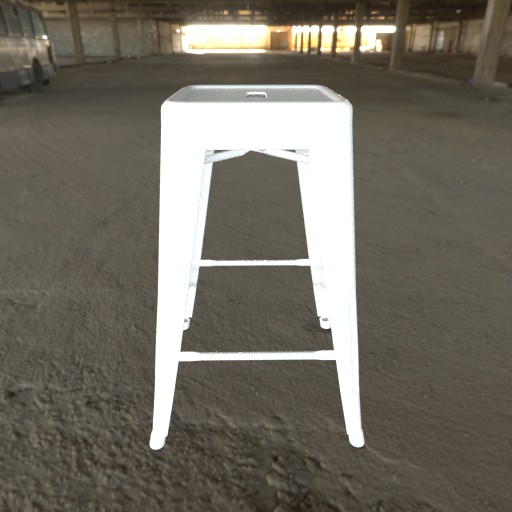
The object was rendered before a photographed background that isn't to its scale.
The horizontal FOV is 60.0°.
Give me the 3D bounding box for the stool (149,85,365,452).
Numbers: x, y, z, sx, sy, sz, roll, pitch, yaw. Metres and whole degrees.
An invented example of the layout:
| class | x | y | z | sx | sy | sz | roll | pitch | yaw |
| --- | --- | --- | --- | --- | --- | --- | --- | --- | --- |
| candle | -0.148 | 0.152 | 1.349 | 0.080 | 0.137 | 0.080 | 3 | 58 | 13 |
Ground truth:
| class | x | y | z | sx | sy | sz | roll | pitch | yaw |
| --- | --- | --- | --- | --- | --- | --- | --- | --- | --- |
| stool | 0.000 | 0.000 | 0.873 | 0.406 | 0.610 | 0.406 | 0 | 26 | -1 |
